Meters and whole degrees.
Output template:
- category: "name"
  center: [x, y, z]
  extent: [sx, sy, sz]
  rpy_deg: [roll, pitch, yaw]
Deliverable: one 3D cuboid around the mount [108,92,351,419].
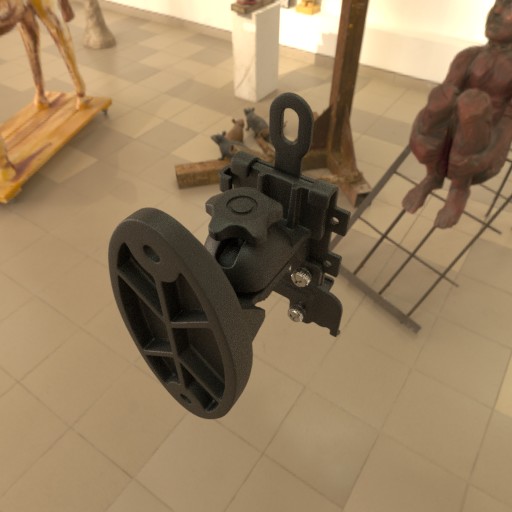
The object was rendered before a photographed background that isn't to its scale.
- category: "mount"
  center: [0.000, 0.000, 0.178]
  extent: [0.066, 0.118, 0.100]
  rpy_deg: [26, 51, 23]
